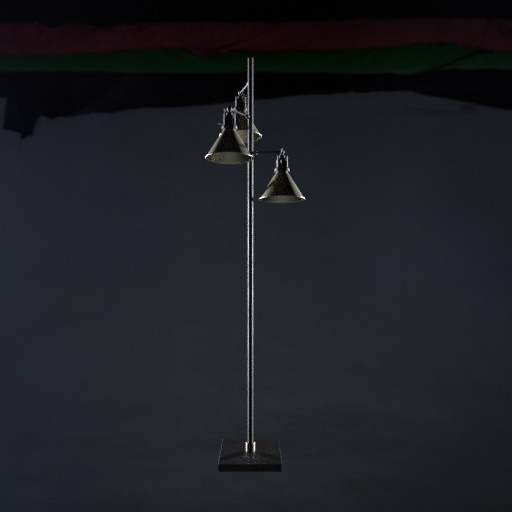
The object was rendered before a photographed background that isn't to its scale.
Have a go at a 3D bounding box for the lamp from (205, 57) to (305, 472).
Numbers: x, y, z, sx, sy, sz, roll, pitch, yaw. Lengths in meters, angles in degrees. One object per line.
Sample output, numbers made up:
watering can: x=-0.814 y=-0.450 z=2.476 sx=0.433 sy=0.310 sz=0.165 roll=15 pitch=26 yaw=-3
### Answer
lamp: x=0.000 y=0.000 z=1.915 sx=0.415 sy=1.716 sz=0.428 roll=0 pitch=-1 yaw=-1
